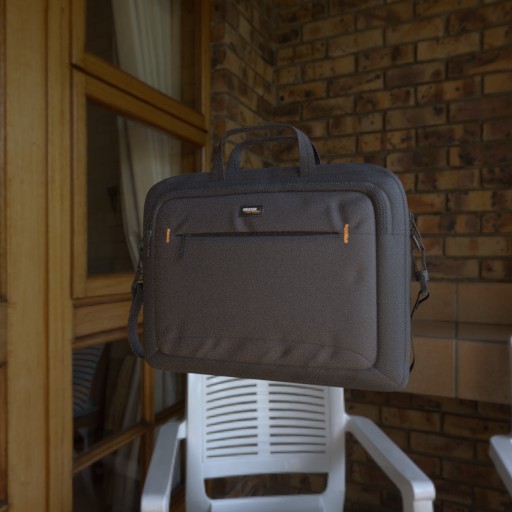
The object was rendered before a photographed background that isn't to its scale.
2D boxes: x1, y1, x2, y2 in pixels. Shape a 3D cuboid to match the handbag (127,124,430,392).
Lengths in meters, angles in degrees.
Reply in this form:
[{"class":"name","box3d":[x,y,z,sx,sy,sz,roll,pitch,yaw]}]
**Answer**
[{"class":"handbag","box3d":[0.000,0.000,0.436,0.320,0.244,0.089,0,0,19]}]
